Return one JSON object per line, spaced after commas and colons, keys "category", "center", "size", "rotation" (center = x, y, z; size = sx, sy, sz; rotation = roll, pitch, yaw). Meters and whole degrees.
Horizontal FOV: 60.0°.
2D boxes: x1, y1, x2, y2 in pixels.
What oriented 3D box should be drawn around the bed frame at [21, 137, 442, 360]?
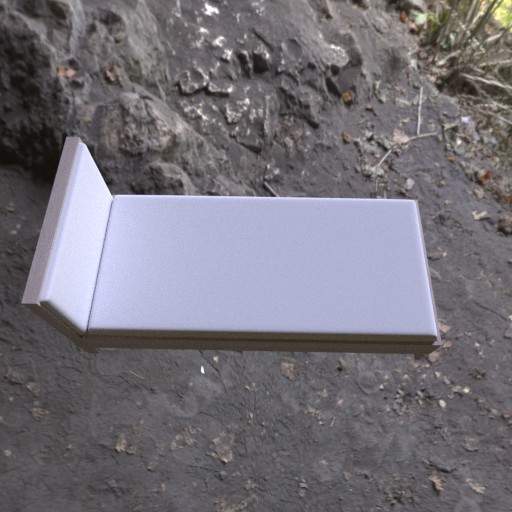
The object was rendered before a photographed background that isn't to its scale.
{"category": "bed frame", "center": [0.000, 0.000, 2.660], "size": [2.140, 0.920, 0.990], "rotation": [1, 63, 1]}
